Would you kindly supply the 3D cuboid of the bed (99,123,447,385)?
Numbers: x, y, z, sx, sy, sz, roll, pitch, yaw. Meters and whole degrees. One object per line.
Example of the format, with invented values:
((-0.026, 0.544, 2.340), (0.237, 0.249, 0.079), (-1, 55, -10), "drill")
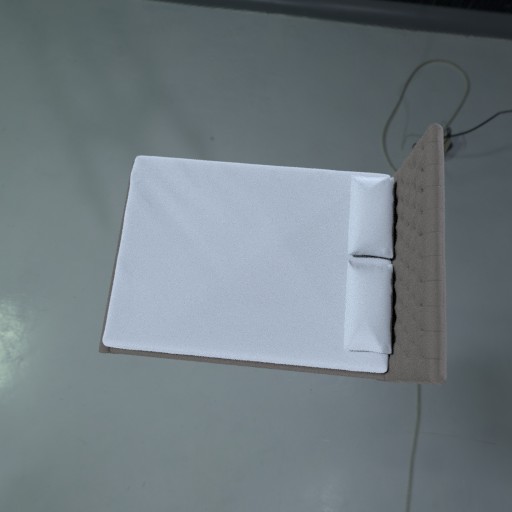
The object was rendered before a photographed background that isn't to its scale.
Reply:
((0.000, 0.000, 3.445), (2.387, 1.427, 1.698), (5, 75, 1), "bed")
